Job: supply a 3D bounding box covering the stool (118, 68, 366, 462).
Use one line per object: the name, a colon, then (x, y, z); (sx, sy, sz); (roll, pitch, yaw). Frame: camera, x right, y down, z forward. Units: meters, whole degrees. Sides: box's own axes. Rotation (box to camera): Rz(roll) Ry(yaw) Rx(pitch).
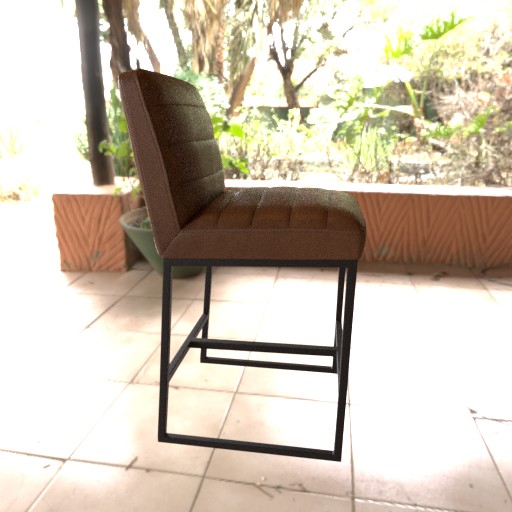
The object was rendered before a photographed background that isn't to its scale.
stool: (0.000, 0.000, 1.235); (0.556, 0.940, 0.458); (3, 17, 8)
